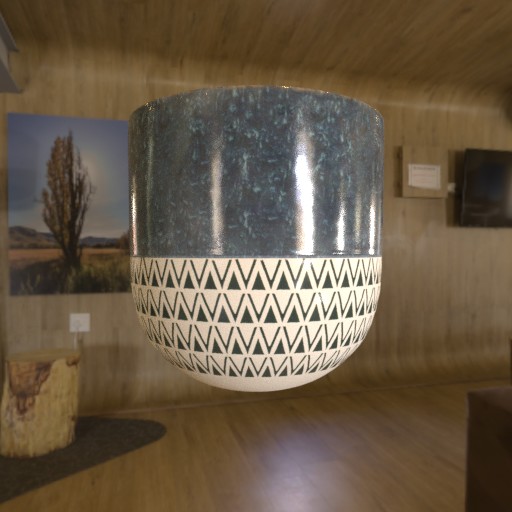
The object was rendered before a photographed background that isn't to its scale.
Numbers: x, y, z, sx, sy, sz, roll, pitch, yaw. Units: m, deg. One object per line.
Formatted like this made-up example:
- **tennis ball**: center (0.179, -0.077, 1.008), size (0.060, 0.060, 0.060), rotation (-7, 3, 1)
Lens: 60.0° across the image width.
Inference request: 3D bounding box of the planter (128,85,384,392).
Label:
- **planter**: center (0.000, 0.000, 0.479), size (0.266, 0.270, 0.266), rotation (0, 1, 0)
